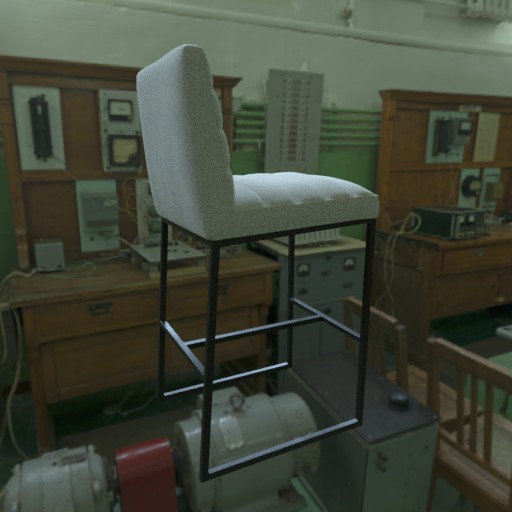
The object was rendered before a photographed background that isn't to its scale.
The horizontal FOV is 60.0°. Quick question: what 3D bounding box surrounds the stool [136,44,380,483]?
[{"bbox_3d":[0.000,0.000,1.337,0.573,1.061,0.464,-7,16,-26],"label":"stool"}]
